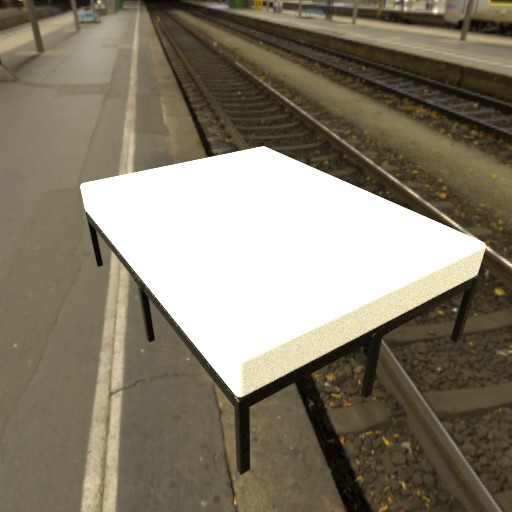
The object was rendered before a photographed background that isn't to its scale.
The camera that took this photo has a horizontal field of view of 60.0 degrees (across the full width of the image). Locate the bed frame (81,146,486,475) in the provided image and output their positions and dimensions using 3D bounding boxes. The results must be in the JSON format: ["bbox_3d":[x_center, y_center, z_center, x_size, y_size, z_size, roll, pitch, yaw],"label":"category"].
[{"bbox_3d":[0.000,0.000,2.830,1.557,0.659,2.072,-19,36,-29],"label":"bed frame"}]
